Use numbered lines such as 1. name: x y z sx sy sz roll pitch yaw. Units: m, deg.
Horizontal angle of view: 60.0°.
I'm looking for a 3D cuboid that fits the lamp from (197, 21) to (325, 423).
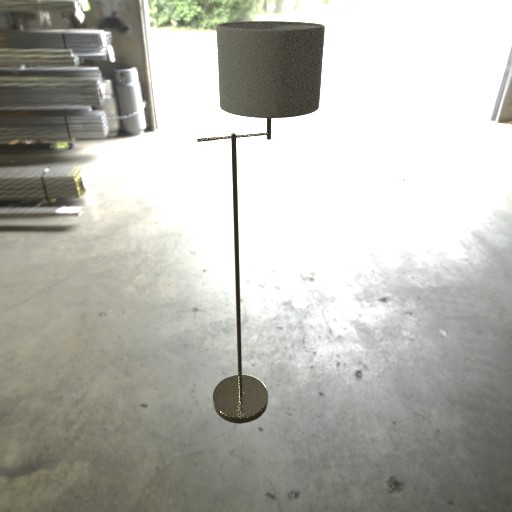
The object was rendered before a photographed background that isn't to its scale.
1. lamp: 0.000 0.000 1.727 0.416 1.600 0.324 -10 33 -16
